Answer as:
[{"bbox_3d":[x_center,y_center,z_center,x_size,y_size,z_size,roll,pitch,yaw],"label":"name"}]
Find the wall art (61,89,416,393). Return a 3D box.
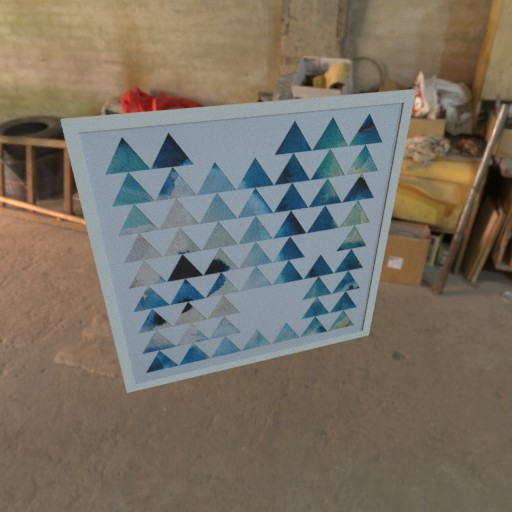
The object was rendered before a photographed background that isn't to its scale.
[{"bbox_3d":[0.000,0.000,1.202,0.809,0.809,0.012,-10,35,-15],"label":"wall art"}]
